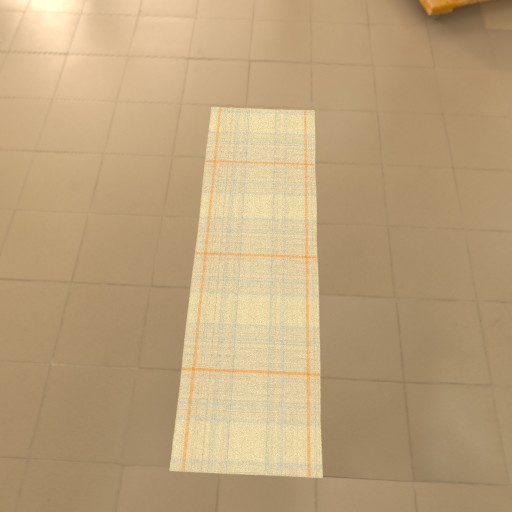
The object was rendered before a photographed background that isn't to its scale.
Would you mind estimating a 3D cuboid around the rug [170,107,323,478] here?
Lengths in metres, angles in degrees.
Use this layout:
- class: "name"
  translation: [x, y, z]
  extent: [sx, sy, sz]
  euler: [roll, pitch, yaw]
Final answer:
- class: "rug"
  translation: [0.000, 0.000, 2.757]
  extent: [0.770, 0.016, 2.442]
  euler: [2, 64, 1]
